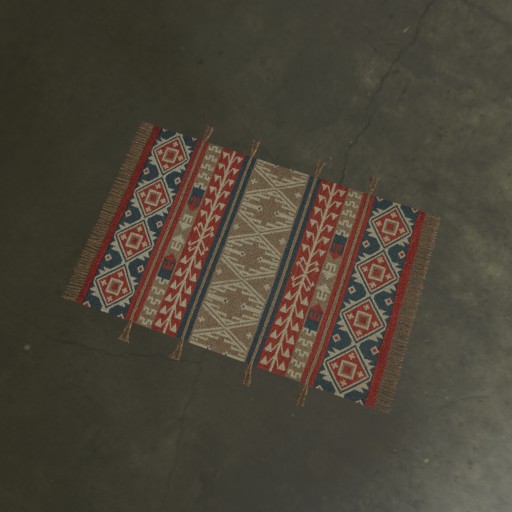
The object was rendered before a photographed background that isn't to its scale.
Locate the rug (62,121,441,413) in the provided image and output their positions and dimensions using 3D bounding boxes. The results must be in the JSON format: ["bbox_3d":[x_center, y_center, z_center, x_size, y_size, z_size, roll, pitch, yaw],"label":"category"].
[{"bbox_3d":[0.000,0.000,3.252,2.450,0.048,1.778,19,77,4],"label":"rug"}]
